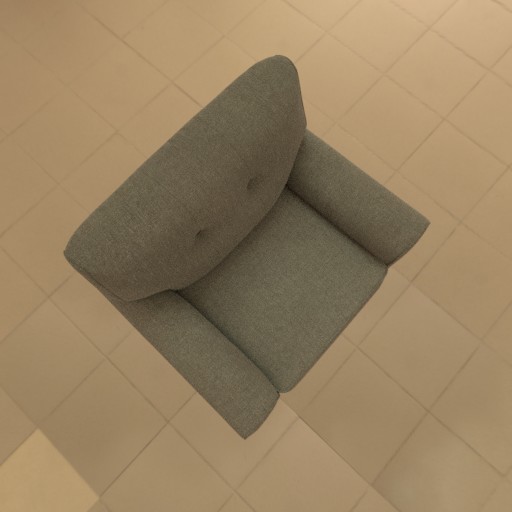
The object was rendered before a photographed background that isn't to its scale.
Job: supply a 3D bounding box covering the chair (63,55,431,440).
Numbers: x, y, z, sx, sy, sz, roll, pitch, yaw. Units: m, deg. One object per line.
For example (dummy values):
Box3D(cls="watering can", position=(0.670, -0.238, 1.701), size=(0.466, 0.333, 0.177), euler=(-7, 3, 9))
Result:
Box3D(cls="chair", position=(0.000, 0.000, 1.596), size=(0.816, 0.890, 0.941), euler=(41, 79, 10))
